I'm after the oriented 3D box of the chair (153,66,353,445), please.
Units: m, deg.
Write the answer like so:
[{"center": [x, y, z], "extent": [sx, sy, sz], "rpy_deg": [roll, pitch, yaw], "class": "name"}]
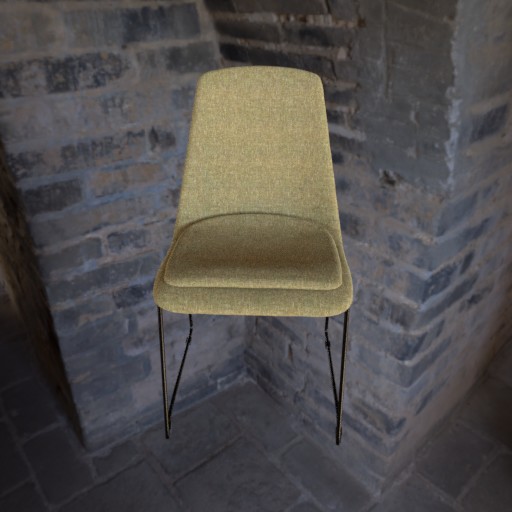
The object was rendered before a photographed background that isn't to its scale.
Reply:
[{"center": [0.000, 0.000, 1.136], "extent": [0.479, 0.849, 0.496], "rpy_deg": [1, 30, 2], "class": "chair"}]
